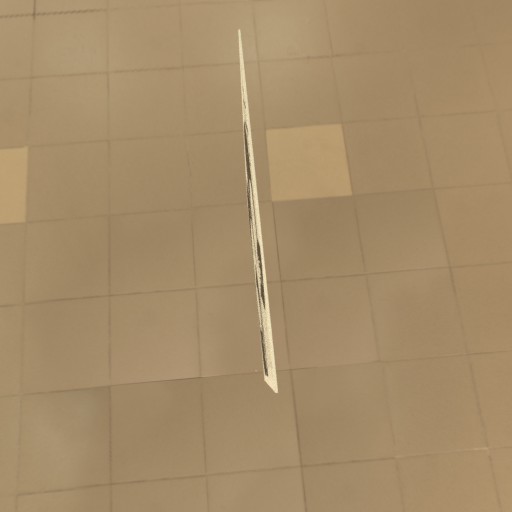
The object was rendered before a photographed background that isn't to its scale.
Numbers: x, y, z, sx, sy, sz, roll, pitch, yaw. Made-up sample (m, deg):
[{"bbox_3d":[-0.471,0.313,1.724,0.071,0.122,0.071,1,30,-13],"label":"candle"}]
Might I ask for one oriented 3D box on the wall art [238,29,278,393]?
[{"bbox_3d":[0.000,0.000,0.818,0.003,0.609,0.457,-5,76,-1],"label":"wall art"}]
